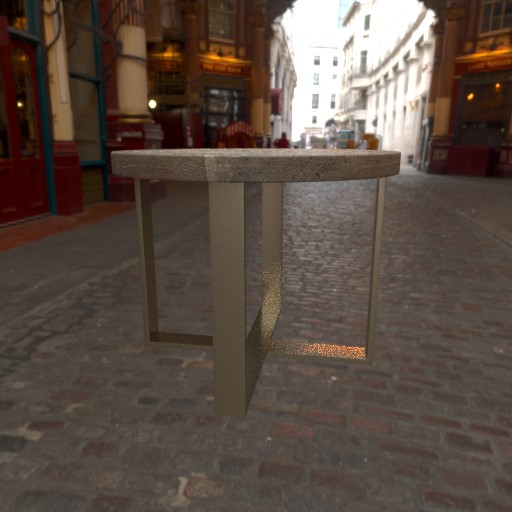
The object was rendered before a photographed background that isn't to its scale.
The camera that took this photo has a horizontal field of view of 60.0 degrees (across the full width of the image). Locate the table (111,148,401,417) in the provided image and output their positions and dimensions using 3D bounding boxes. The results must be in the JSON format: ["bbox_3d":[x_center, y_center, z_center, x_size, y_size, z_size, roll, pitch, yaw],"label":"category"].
[{"bbox_3d":[0.000,0.000,0.948,0.557,0.437,0.557,0,15,0],"label":"table"}]
